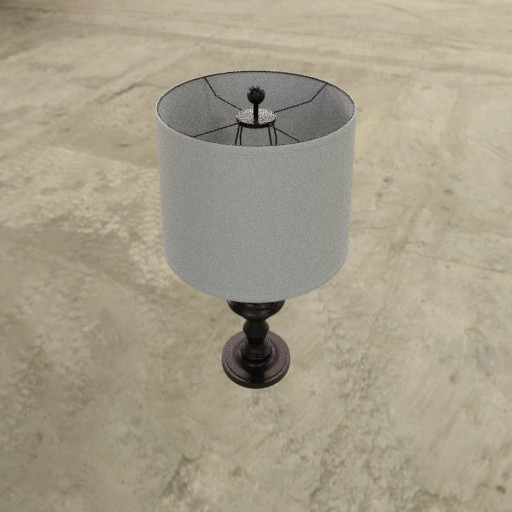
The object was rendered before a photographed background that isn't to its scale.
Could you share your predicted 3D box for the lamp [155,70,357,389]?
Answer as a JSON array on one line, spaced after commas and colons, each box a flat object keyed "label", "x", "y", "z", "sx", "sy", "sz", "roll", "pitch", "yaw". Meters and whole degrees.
[{"label": "lamp", "x": 0.000, "y": 0.000, "z": 0.958, "sx": 0.383, "sy": 0.726, "sz": 0.383, "roll": 0, "pitch": 40, "yaw": 0}]
